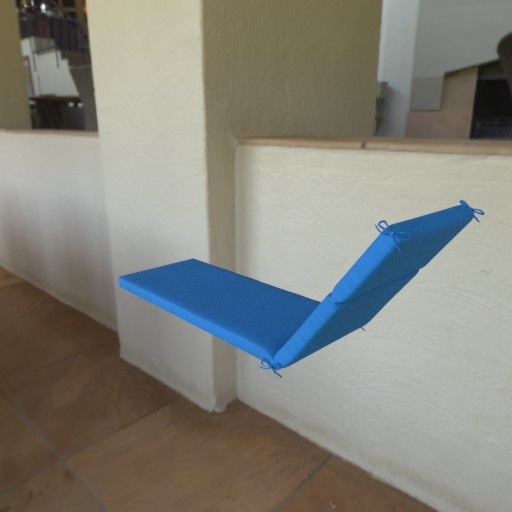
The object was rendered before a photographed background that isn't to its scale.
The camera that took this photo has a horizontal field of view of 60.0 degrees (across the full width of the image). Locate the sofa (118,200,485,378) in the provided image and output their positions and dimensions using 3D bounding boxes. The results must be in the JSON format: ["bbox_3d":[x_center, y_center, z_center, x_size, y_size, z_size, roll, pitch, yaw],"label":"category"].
[{"bbox_3d":[0.000,0.000,1.957,0.582,0.622,1.663,-15,22,-42],"label":"sofa"}]
